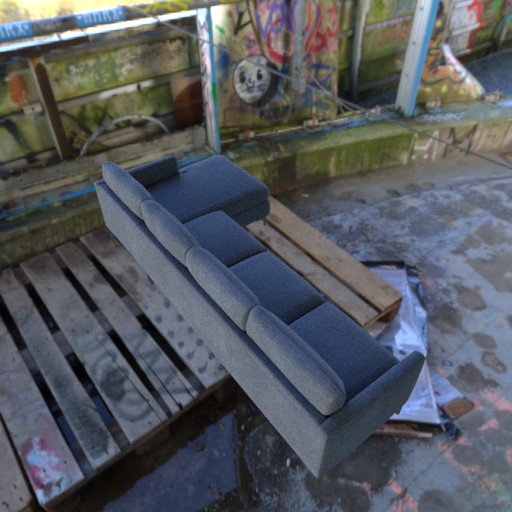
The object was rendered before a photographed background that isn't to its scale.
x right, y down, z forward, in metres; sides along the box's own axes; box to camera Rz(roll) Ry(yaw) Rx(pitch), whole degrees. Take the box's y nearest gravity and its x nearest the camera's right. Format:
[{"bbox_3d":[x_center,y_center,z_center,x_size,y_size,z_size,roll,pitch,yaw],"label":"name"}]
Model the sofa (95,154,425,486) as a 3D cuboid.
[{"bbox_3d":[0.000,0.000,3.416,1.350,0.810,2.932,-27,48,-27],"label":"sofa"}]
